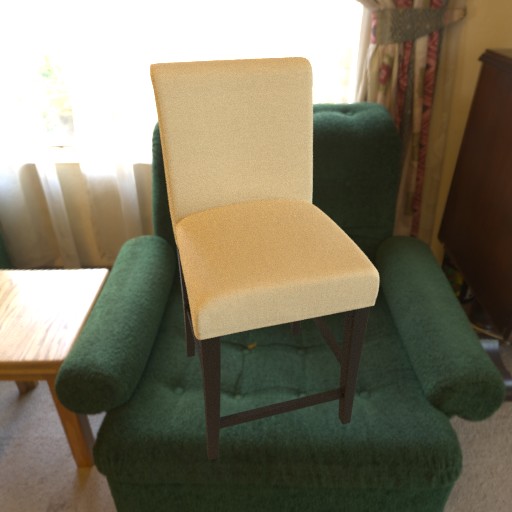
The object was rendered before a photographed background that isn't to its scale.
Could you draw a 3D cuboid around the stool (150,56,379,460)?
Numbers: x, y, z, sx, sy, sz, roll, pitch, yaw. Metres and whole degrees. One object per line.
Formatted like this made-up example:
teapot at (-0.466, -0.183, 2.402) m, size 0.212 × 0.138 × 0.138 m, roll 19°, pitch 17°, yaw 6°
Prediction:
stool at (0.000, 0.000, 1.279) m, size 0.452 × 0.976 × 0.597 m, roll -9°, pitch 33°, yaw -14°
